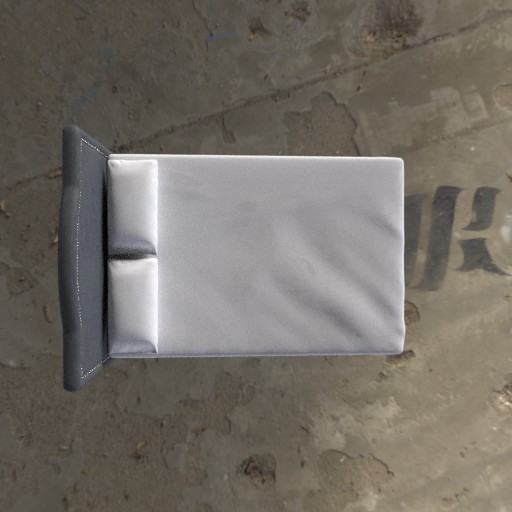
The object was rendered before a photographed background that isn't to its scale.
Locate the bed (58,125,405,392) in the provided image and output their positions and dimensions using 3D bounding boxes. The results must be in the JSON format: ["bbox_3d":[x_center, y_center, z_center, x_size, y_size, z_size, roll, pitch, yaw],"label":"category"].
[{"bbox_3d":[0.000,0.000,3.479,2.507,1.441,1.747,0,91,-3],"label":"bed"}]
